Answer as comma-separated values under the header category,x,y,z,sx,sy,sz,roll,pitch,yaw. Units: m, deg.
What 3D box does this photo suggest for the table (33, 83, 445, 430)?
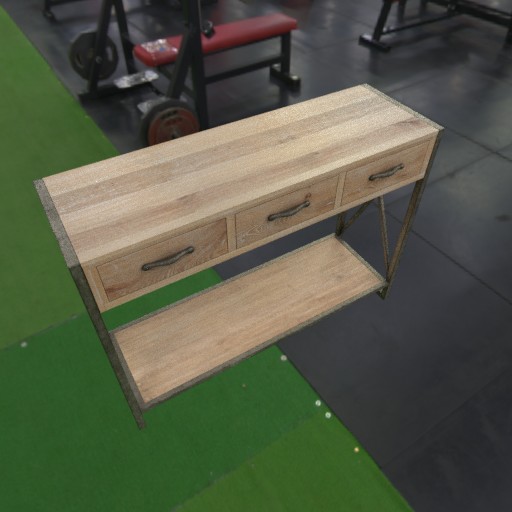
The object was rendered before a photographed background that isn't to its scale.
category,x,y,z,sx,sy,sz,roll,pitch,yaw
table,0.000,0.000,1.436,1.059,0.763,0.361,-23,50,-21
